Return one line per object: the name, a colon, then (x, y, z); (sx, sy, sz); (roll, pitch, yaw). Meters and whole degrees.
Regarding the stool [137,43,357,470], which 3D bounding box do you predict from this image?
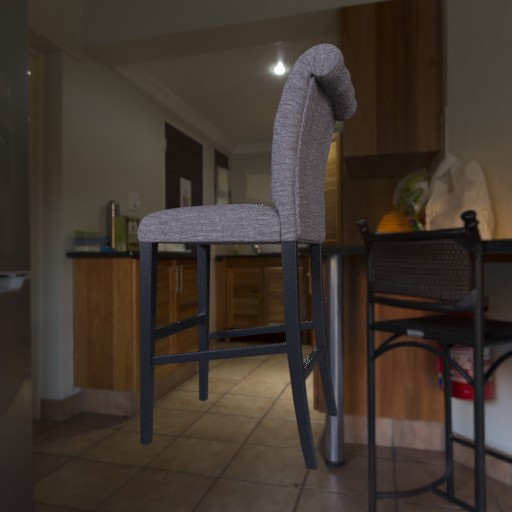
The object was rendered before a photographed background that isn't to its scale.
stool: (0.000, 0.000, 1.439); (0.613, 1.131, 0.452); (0, 1, 18)
